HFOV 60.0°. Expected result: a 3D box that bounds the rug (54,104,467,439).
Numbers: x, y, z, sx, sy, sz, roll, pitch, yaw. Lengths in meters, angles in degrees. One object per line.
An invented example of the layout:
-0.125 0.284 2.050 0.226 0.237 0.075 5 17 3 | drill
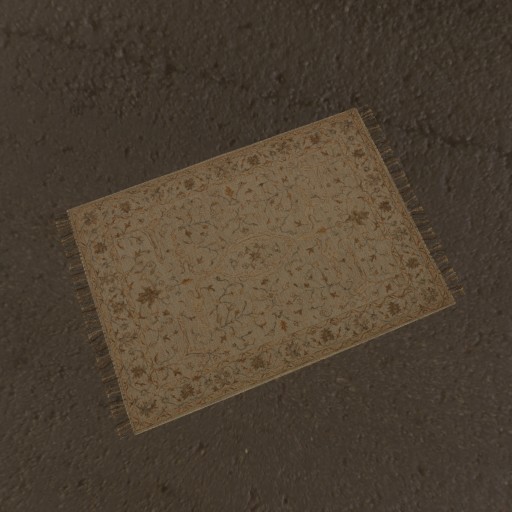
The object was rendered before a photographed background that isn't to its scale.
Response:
0.000 0.000 2.315 1.861 0.017 1.218 -21 76 -5 | rug
